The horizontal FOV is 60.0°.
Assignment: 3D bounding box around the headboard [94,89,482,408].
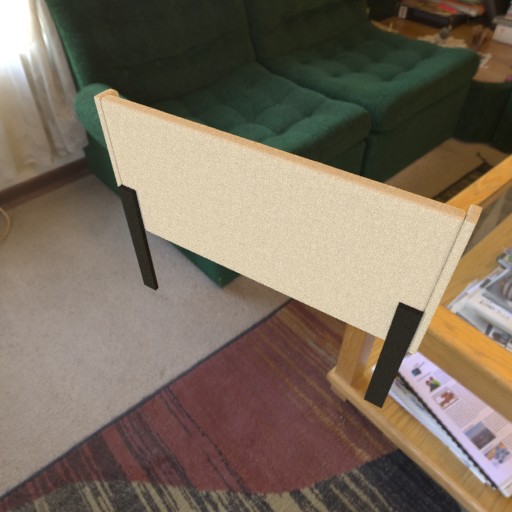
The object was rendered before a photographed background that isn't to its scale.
[{"bbox_3d":[0.000,0.000,2.652,2.051,1.524,0.184,24,50,22],"label":"headboard"}]
